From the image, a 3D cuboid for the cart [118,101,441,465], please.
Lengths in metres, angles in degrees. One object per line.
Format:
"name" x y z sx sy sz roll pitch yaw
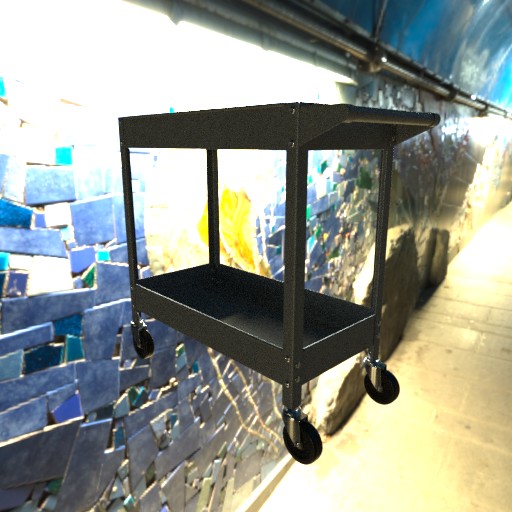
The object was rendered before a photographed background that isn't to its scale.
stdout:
"cart" 0.000 0.000 1.171 0.366 0.719 0.779 -13 19 -42
